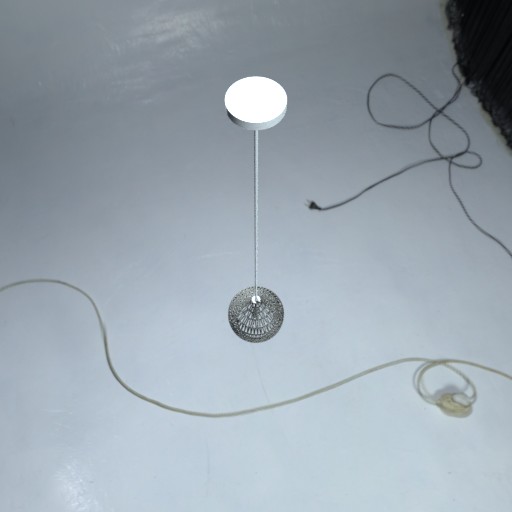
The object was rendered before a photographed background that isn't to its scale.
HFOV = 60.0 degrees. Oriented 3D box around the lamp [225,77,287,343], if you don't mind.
[{"bbox_3d":[0.000,0.000,2.052,0.355,1.919,0.355,-15,65,-7],"label":"lamp"}]
